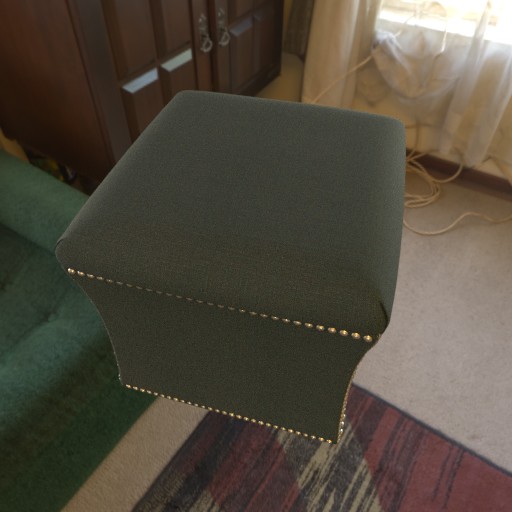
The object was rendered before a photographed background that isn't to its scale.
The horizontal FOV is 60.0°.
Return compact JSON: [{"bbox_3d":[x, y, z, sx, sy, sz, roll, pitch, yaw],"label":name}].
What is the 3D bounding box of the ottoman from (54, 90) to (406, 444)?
[{"bbox_3d":[0.000,0.000,0.894,0.497,0.475,0.507,11,48,11],"label":"ottoman"}]
